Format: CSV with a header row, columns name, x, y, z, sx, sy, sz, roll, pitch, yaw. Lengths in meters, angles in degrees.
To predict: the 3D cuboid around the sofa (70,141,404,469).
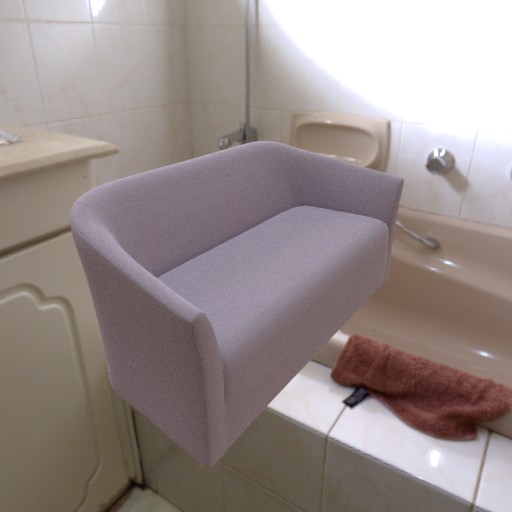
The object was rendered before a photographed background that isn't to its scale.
name,x,y,z,sx,sy,sz,roll,pitch,yaw
sofa,0.000,0.000,1.835,0.705,0.721,1.452,17,31,32
